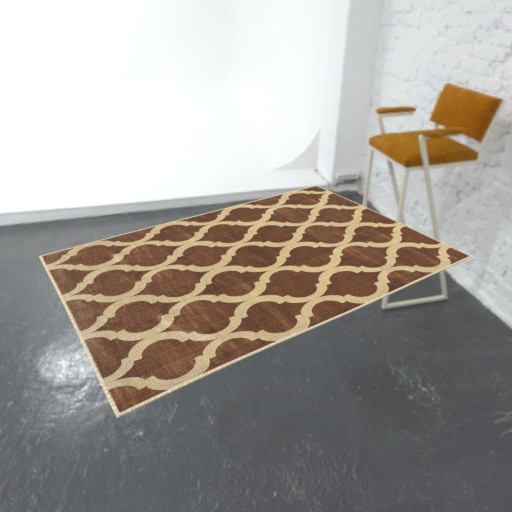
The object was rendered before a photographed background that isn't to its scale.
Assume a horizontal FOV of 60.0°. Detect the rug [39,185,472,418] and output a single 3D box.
[{"bbox_3d":[0.000,0.000,2.797,2.284,0.008,1.522,-18,34,-29],"label":"rug"}]
